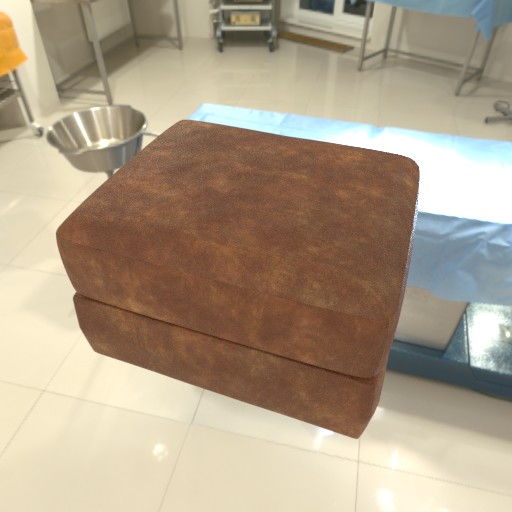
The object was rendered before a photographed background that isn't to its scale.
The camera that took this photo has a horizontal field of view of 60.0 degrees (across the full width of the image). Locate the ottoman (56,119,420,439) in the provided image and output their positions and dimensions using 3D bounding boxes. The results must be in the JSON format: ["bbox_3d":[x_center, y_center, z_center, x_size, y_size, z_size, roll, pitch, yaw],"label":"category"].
[{"bbox_3d":[0.000,0.000,1.155,0.751,0.476,0.603,14,43,15],"label":"ottoman"}]
